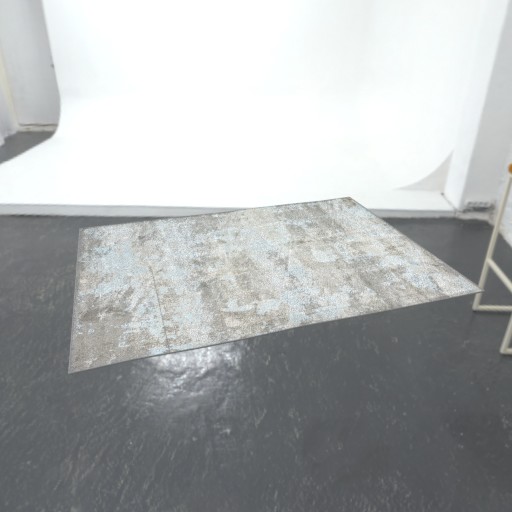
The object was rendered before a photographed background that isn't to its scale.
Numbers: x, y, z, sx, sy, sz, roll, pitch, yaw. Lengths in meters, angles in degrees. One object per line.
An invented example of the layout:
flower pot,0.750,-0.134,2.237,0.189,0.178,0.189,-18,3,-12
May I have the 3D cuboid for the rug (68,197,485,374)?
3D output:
rug,0.000,0.000,4.309,3.307,0.013,2.393,-8,29,-16
